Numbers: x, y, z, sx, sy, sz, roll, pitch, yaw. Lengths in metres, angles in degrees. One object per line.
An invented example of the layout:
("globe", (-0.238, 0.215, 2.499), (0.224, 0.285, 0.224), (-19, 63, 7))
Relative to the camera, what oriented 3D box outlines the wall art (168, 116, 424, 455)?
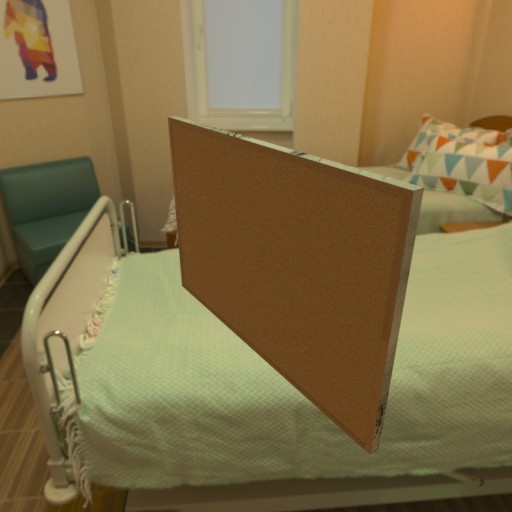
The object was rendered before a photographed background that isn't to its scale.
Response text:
("wall art", (0.000, 0.000, 1.480), (0.035, 0.758, 1.141), (-17, 31, -31))
